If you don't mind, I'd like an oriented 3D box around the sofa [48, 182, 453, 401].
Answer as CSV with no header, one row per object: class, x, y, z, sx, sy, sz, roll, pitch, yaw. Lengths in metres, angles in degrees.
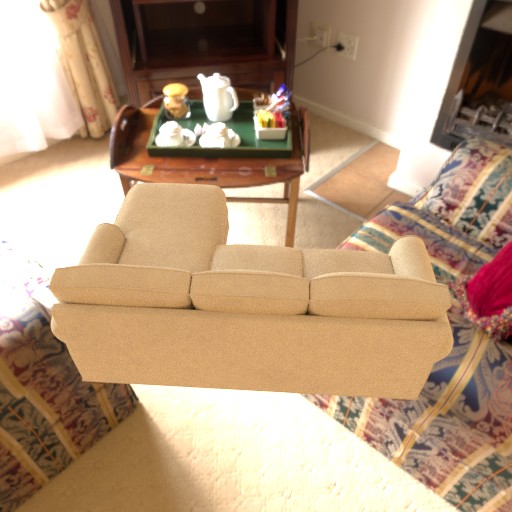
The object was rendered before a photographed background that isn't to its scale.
sofa,0.000,0.000,2.367,1.770,0.734,1.226,2,45,3
